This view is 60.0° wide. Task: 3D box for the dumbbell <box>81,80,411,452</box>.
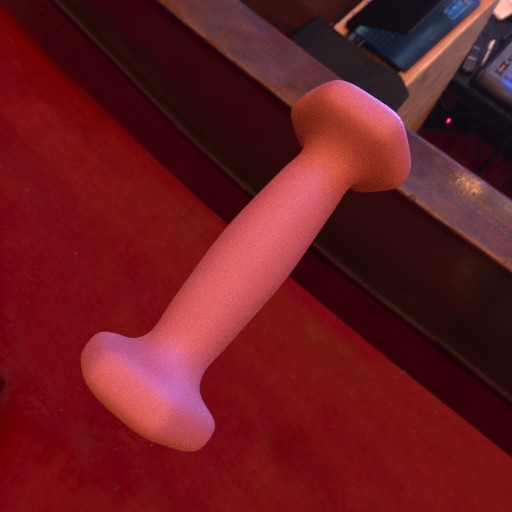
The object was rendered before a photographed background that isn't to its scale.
[{"bbox_3d":[0.000,0.000,0.144,0.047,0.043,0.123,37,78,9],"label":"dumbbell"}]
